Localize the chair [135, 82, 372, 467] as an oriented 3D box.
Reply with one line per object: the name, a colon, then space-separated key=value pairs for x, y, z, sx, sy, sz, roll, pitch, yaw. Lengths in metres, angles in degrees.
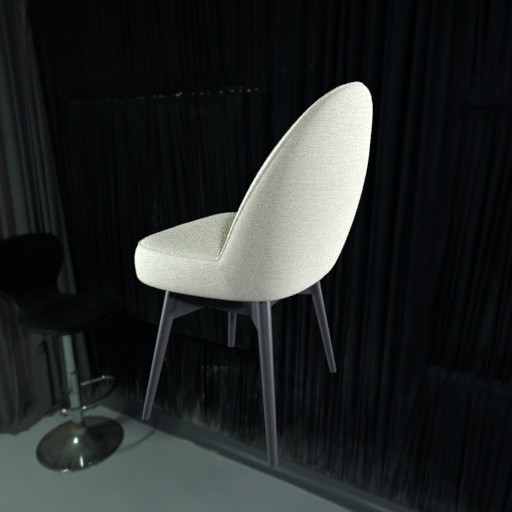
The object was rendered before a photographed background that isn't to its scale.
chair: x=0.000 y=0.000 z=1.173 sx=0.540 sy=0.838 sz=0.532 roll=8 pitch=18 yaw=26
